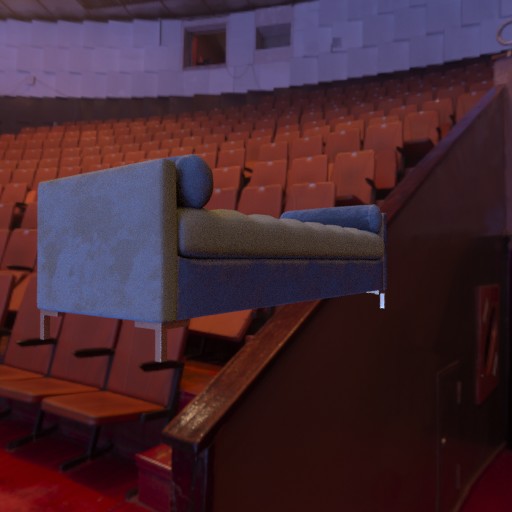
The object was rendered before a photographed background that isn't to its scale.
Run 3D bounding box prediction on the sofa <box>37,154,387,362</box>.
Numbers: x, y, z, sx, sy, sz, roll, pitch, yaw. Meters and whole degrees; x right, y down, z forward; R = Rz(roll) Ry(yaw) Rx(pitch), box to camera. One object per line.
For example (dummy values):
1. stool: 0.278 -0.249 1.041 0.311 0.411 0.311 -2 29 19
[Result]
1. sofa: 0.000 0.000 2.467 0.796 0.705 2.102 0 -1 36
